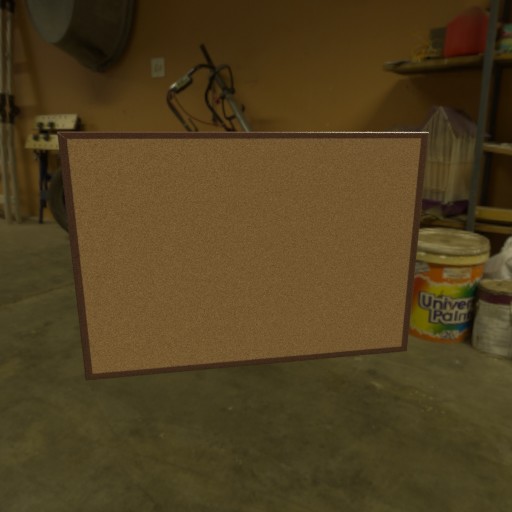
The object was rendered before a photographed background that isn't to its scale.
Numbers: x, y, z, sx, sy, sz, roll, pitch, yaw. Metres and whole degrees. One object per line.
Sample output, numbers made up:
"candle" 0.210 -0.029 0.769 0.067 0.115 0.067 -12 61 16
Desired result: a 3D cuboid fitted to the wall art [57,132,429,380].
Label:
"wall art" 0.000 0.000 0.844 0.660 0.455 0.014 -3 16 -10
